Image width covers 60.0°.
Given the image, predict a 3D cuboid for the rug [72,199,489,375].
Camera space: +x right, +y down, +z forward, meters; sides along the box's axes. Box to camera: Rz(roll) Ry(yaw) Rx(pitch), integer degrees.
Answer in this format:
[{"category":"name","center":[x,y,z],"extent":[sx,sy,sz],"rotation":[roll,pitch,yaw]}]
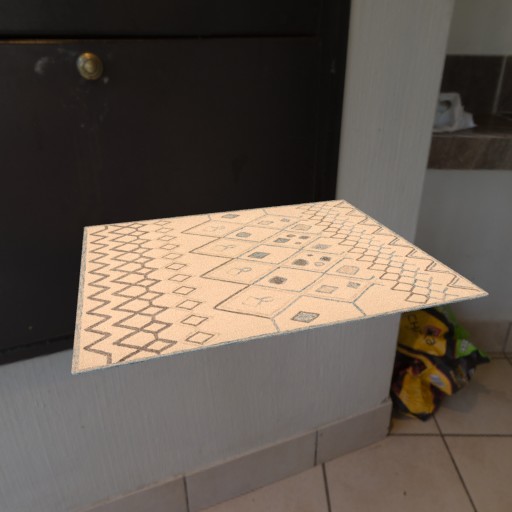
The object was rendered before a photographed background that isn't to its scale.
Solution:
[{"category":"rug","center":[0.000,0.000,4.080],"extent":[3.056,0.013,2.441],"rotation":[-8,27,-16]}]
